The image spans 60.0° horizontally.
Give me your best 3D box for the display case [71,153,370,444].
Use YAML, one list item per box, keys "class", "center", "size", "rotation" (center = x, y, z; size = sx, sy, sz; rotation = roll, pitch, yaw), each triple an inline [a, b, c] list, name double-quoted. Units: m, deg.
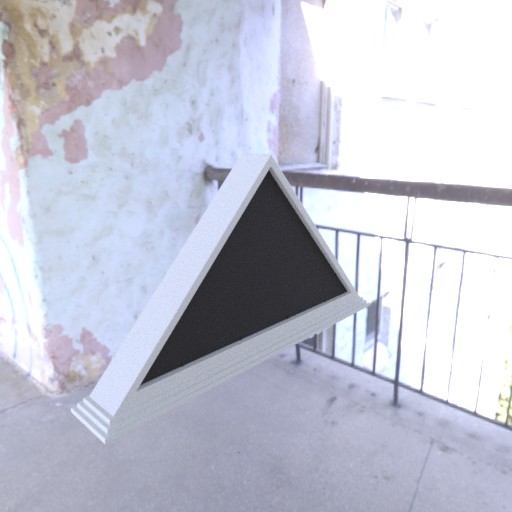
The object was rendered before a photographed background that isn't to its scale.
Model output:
- class: "display case"
  center: [0.000, 0.000, 0.759]
  size: [0.095, 0.340, 0.640]
  rotation: [14, 21, 42]
